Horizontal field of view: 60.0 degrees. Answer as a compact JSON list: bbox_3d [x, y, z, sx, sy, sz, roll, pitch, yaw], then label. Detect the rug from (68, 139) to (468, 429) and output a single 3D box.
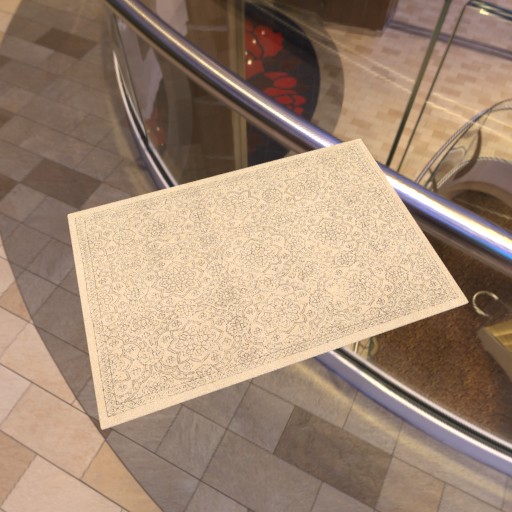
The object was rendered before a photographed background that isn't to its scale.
[{"bbox_3d":[0.000,0.000,2.356,1.829,0.010,1.219,-17,60,-10],"label":"rug"}]
